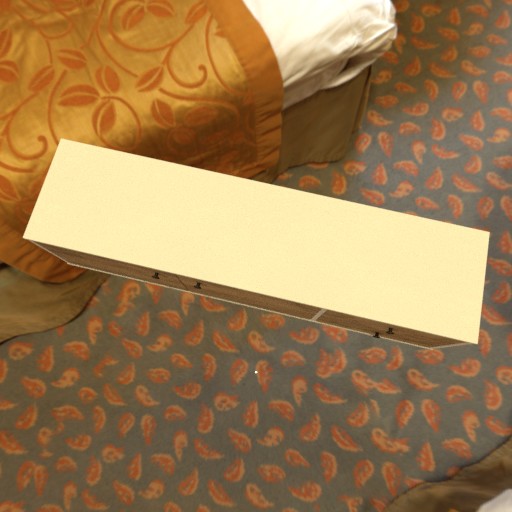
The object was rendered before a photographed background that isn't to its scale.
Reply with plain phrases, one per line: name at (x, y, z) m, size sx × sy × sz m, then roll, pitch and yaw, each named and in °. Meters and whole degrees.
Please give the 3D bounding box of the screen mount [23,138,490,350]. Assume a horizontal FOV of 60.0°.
screen mount at (0.000, 0.000, 1.814) m, size 1.600 × 0.520 × 0.418 m, roll 13°, pitch 76°, yaw 3°
